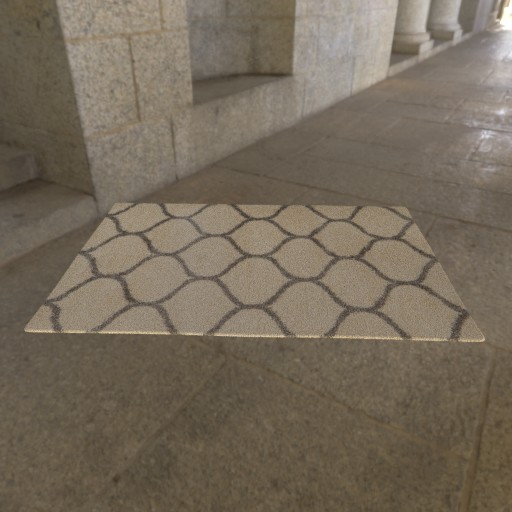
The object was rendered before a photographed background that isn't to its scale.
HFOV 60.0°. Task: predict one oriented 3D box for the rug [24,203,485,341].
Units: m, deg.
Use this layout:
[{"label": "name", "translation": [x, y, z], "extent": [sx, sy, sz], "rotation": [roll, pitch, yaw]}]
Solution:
[{"label": "rug", "translation": [0.000, 0.000, 3.352], "extent": [2.701, 0.026, 1.801], "rotation": [1, 31, 2]}]
